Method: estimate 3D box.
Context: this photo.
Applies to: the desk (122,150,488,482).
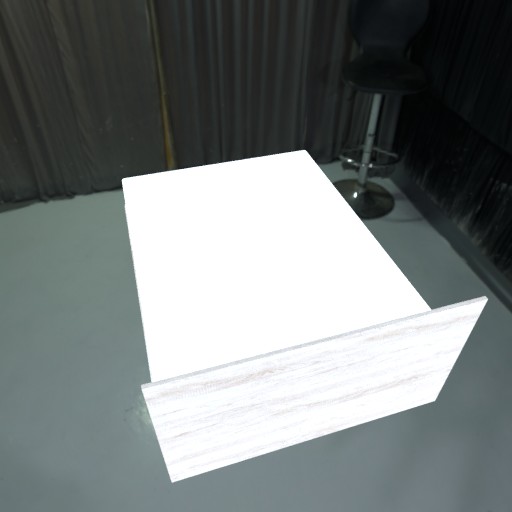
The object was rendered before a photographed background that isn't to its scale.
[{"bbox_3d":[0.000,0.000,2.599,1.400,0.800,1.900,-12,44,-13],"label":"desk"}]
